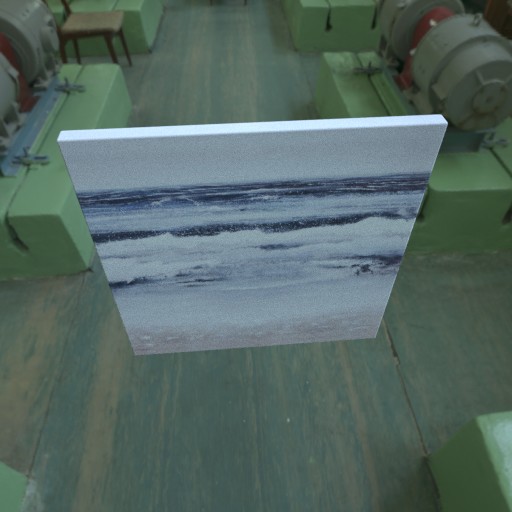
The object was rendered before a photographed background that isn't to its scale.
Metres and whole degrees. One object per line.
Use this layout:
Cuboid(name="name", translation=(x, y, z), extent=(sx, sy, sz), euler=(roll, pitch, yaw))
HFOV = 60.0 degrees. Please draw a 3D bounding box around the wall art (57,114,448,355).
Cuboid(name="wall art", translation=(0.000, 0.000, 1.138), extent=(0.755, 0.747, 0.065), euler=(-4, 46, -3))
